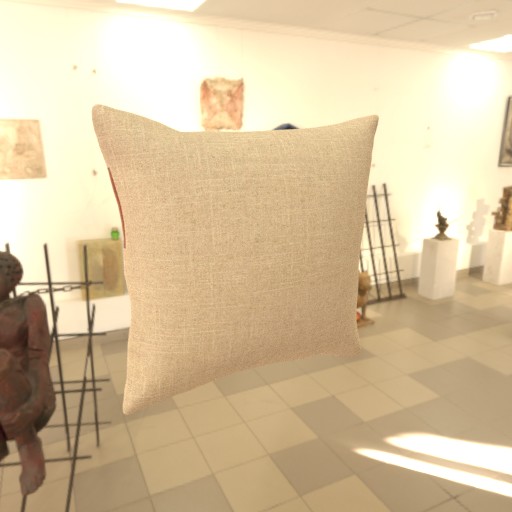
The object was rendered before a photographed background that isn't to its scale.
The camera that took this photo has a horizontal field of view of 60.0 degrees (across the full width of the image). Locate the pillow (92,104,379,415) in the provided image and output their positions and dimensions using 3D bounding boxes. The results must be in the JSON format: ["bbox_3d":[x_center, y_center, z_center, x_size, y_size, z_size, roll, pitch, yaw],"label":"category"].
[{"bbox_3d":[0.000,0.000,0.636,0.414,0.399,0.173,-7,16,-25],"label":"pillow"}]
